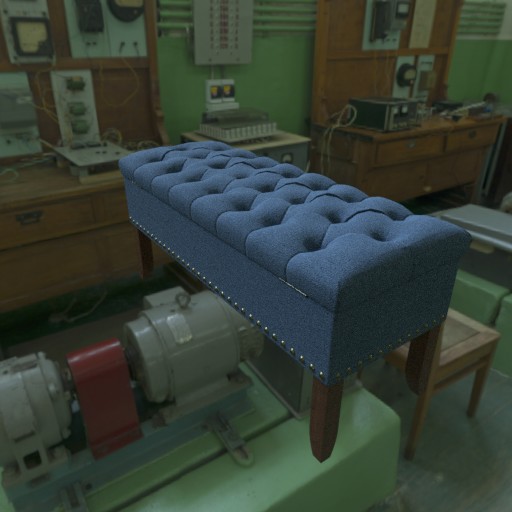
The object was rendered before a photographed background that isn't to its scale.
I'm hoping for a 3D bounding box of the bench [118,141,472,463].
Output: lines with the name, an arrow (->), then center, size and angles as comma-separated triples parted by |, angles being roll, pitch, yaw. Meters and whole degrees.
bench -> 0.000, 0.000, 1.325 | 0.417, 0.492, 1.052 | -18, 32, -31
